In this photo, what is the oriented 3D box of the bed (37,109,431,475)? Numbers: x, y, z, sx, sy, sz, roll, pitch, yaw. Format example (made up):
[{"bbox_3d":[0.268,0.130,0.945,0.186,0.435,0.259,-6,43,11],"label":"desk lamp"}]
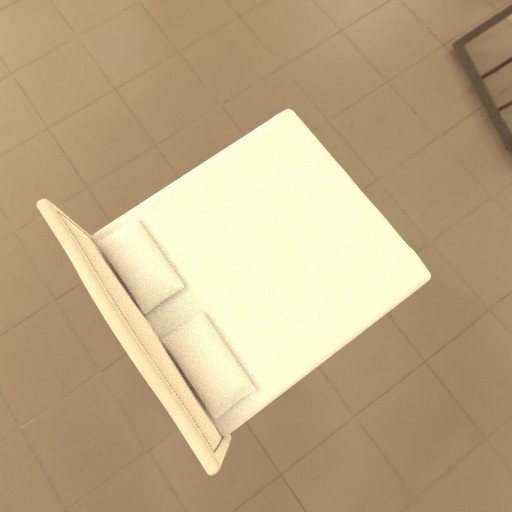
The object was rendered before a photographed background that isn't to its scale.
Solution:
[{"bbox_3d":[0.000,0.000,3.499,2.182,1.421,2.083,-35,78,-9],"label":"bed"}]
